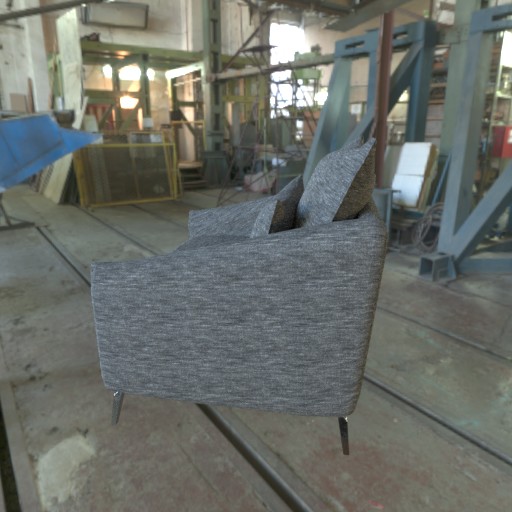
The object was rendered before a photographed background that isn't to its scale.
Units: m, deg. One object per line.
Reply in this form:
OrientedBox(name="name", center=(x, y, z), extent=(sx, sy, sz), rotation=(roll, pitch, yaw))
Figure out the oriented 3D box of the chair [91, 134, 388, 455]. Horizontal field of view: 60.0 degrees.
OrientedBox(name="chair", center=(0.000, 0.000, 1.598), extent=(0.805, 0.842, 1.004), rotation=(3, 16, 10))
